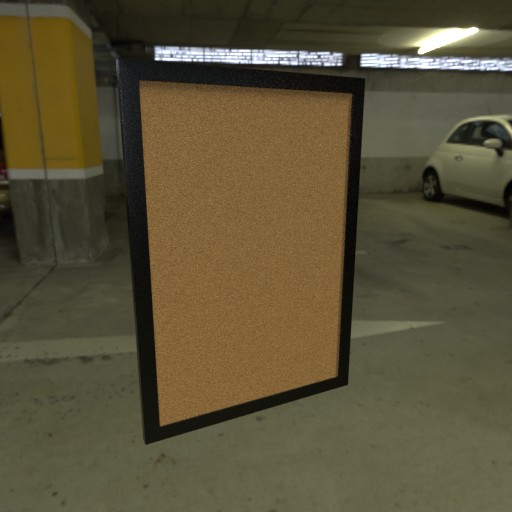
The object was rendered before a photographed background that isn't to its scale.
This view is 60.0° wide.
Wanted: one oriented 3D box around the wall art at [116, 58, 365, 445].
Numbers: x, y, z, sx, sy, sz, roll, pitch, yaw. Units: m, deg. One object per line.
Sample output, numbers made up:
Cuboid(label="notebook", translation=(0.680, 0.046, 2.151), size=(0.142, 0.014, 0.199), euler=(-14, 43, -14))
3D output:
Cuboid(label="wall art", translation=(0.000, 0.000, 0.552), size=(0.304, 0.432, 0.013), euler=(-7, 16, -26))
